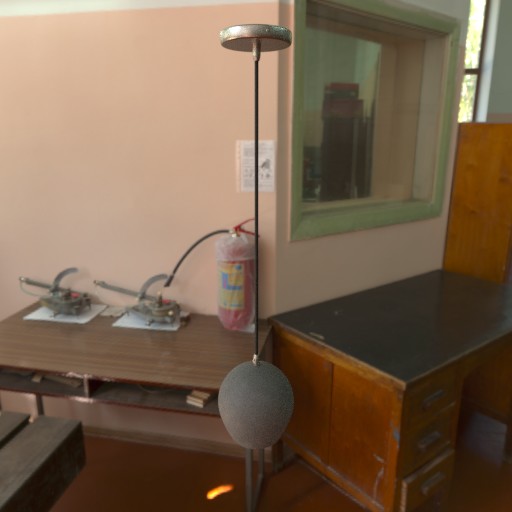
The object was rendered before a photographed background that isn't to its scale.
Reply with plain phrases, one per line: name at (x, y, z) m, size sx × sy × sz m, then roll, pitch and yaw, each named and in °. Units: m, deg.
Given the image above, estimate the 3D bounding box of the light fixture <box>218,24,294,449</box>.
light fixture at (0.000, 0.000, 0.826) m, size 0.153 × 0.760 × 0.153 m, roll 14°, pitch 20°, yaw 43°
